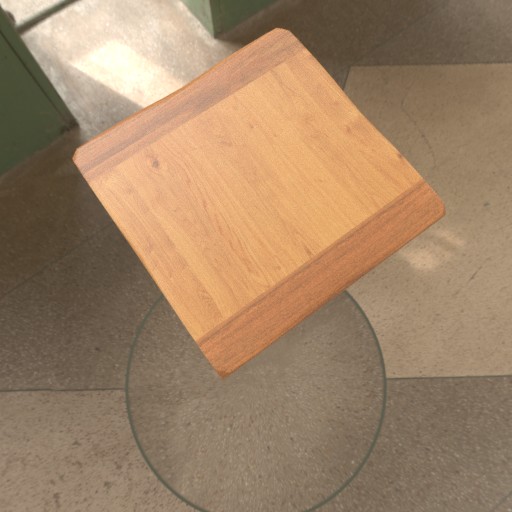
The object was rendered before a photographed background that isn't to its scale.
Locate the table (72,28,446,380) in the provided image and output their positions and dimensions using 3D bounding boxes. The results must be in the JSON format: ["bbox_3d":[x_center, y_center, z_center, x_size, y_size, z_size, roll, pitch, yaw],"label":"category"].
[{"bbox_3d":[0.000,0.000,0.937,0.360,0.740,0.360,-35,77,-9],"label":"table"}]
